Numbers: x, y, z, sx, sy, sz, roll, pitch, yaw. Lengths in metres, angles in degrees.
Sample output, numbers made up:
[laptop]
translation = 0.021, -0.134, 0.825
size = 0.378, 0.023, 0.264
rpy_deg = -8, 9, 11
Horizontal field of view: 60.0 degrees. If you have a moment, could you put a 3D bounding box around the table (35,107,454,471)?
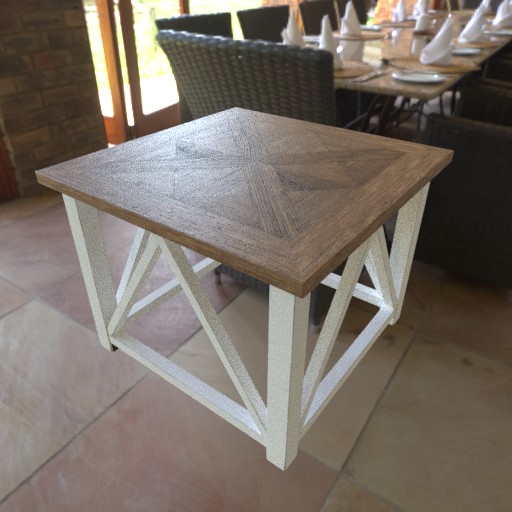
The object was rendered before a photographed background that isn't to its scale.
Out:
[table]
translation = 0.000, 0.000, 1.182
size = 0.700, 0.532, 0.700
rpy_deg = 22, 39, 31
